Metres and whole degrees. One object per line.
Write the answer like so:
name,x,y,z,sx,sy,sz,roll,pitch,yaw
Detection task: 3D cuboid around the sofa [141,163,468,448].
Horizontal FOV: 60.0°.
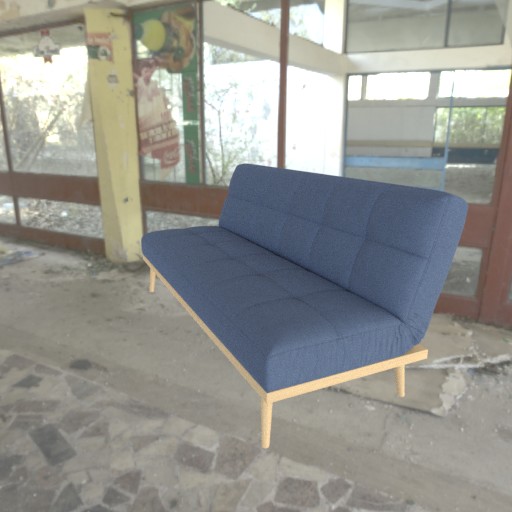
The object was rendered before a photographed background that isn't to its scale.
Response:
sofa,0.000,0.000,2.218,0.796,0.800,1.800,-7,17,-25
